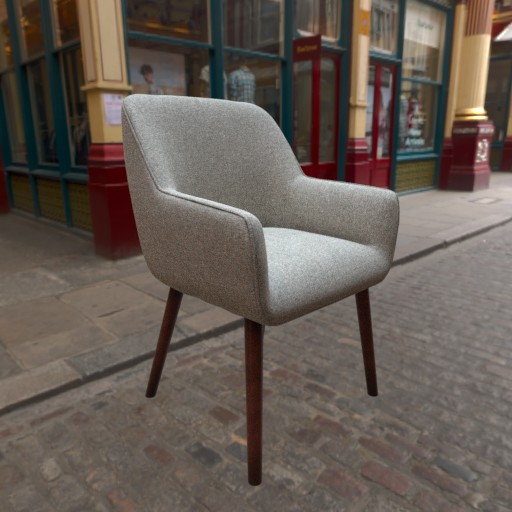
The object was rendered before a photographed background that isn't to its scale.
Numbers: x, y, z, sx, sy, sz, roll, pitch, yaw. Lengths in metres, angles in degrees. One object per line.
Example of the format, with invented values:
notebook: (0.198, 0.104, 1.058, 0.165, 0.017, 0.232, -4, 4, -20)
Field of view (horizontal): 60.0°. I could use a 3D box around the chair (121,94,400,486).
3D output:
chair: (0.000, 0.000, 1.146, 0.543, 0.803, 0.519, -14, 20, -43)
